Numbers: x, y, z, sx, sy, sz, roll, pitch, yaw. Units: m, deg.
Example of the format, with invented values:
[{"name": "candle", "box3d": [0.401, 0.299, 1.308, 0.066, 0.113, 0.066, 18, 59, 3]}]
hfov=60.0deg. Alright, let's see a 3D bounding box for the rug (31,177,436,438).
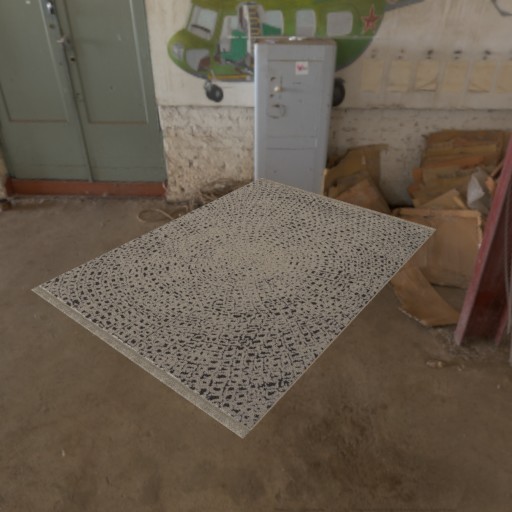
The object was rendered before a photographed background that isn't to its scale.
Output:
[{"name": "rug", "box3d": [0.000, 0.000, 2.151, 1.190, 0.003, 1.634, 22, 38, 32]}]
